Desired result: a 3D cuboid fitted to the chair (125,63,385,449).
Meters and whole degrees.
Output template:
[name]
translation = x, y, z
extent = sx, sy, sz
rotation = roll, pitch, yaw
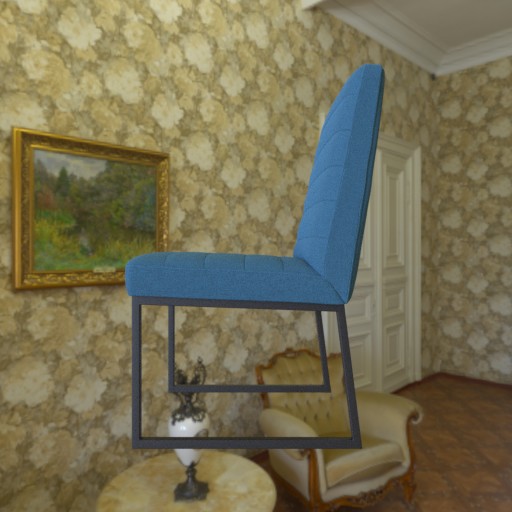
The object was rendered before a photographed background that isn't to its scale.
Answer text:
[chair]
translation = 0.000, 0.000, 1.298
extent = 0.634, 0.930, 0.520
rotation = 0, 0, 0
